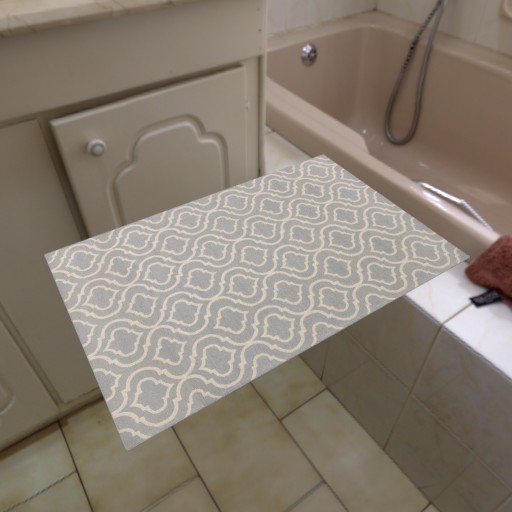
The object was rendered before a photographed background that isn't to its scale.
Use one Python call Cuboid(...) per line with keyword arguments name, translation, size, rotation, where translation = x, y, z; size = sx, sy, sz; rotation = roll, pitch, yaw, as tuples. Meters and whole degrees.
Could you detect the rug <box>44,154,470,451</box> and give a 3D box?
Cuboid(name="rug", translation=(0.000, 0.000, 2.171), size=(1.749, 0.015, 1.141), rotation=(-24, 49, -23))
